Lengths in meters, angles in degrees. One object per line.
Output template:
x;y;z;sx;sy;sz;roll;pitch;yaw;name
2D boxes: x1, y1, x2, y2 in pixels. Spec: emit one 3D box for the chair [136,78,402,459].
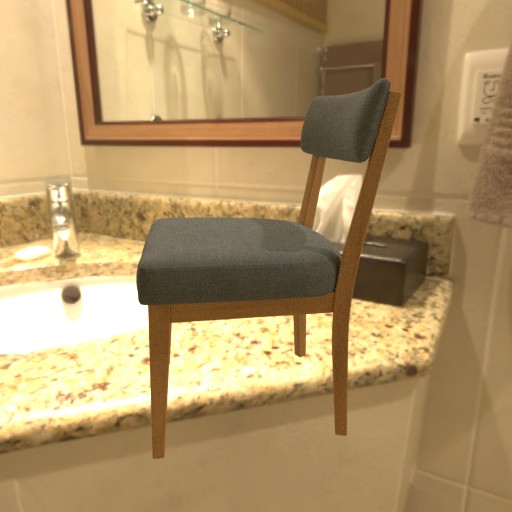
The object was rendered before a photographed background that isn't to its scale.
0.000;0.000;1.165;0.572;0.832;0.508;-2;16;-9;chair
